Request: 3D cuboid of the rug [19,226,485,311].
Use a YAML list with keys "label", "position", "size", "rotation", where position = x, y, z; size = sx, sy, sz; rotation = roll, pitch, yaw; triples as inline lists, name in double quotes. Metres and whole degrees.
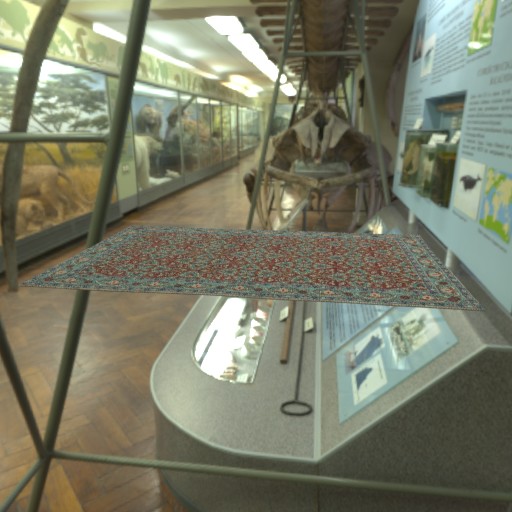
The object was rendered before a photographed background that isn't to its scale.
- label: "rug"
  position: [0.000, 0.000, 3.006]
  size: [2.439, 0.011, 1.533]
  rotation: [2, 17, 8]
